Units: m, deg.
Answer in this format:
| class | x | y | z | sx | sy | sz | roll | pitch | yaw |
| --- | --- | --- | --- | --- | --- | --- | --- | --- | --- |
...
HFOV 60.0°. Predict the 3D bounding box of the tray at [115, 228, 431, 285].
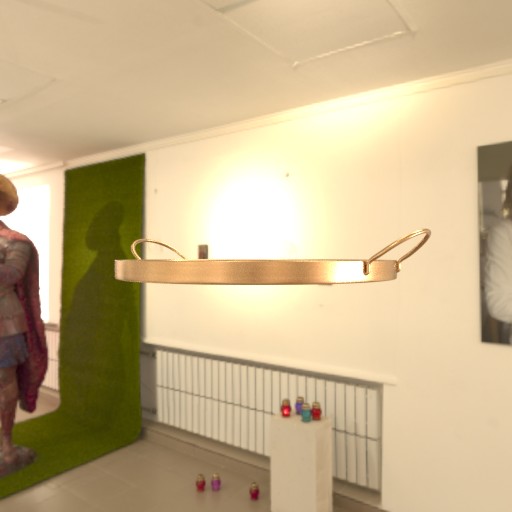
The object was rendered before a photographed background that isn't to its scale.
| class | x | y | z | sx | sy | sz | roll | pitch | yaw |
| --- | --- | --- | --- | --- | --- | --- | --- | --- | --- |
| tray | 0.000 | 0.000 | 0.722 | 0.543 | 0.069 | 0.438 | 0 | 0 | 36 |
